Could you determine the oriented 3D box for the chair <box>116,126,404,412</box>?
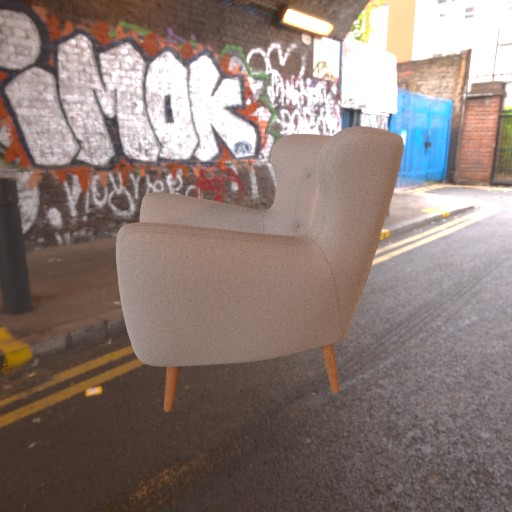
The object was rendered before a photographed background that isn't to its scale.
[{"bbox_3d":[0.000,0.000,1.630,0.889,0.889,0.890,-2,14,-9],"label":"chair"}]
